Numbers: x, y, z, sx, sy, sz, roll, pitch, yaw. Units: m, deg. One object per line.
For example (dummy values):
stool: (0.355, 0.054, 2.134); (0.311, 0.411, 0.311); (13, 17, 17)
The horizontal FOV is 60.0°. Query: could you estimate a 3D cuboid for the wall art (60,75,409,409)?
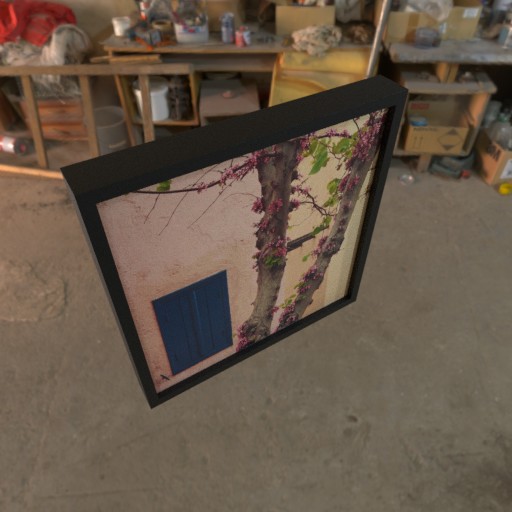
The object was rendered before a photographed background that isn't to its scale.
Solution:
wall art: (0.000, 0.000, 0.467); (0.305, 0.304, 0.038); (-23, 49, -22)
